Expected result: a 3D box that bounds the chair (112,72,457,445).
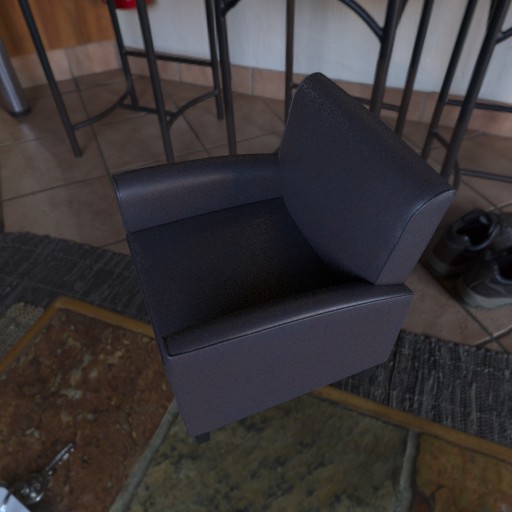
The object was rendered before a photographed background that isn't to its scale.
[{"bbox_3d":[0.000,0.000,1.566,0.819,0.916,0.820,-16,49,-15],"label":"chair"}]
